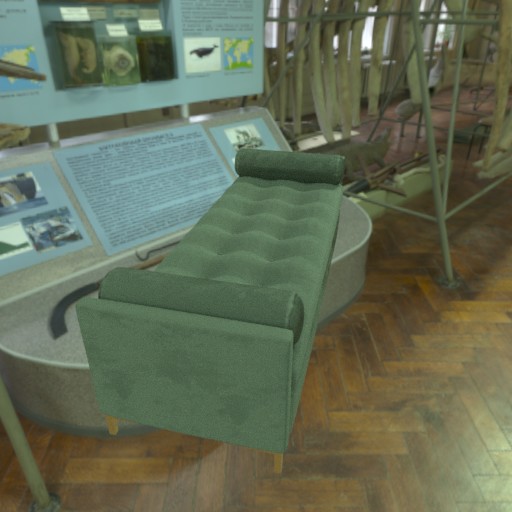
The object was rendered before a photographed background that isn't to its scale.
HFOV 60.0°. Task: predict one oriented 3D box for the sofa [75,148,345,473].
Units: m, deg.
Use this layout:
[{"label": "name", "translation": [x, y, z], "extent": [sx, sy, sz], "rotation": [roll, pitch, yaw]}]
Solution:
[{"label": "sofa", "translation": [0.000, 0.000, 2.474], "extent": [0.796, 0.705, 2.102], "rotation": [7, 30, 13]}]
